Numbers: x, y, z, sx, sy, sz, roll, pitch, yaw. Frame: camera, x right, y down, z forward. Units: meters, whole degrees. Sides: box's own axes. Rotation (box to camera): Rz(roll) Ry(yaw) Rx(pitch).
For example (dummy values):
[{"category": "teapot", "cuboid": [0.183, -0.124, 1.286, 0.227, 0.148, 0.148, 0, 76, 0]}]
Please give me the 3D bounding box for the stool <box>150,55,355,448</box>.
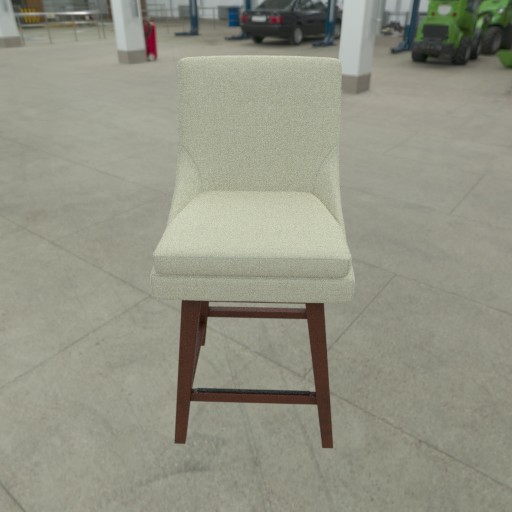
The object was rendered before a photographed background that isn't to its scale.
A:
[{"category": "stool", "cuboid": [0.000, 0.000, 1.265, 0.469, 0.991, 0.559, 1, 31, 2]}]
